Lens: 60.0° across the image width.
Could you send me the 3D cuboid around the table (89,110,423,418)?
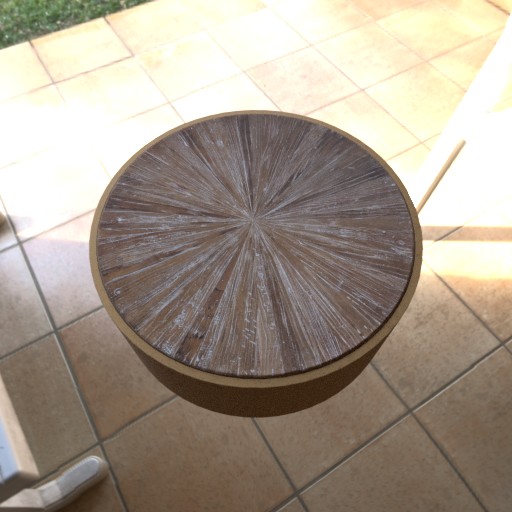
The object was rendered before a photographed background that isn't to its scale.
[{"bbox_3d":[0.000,0.000,1.521,1.001,0.409,1.001,0,59,0],"label":"table"}]
